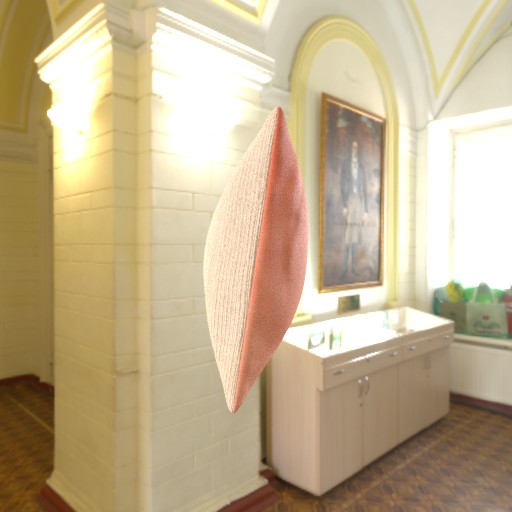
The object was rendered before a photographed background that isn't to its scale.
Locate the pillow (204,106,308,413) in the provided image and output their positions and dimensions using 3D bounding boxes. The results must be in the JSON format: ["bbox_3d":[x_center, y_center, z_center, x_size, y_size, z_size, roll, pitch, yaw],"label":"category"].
[{"bbox_3d":[0.000,0.000,0.742,0.155,0.307,0.608,0,1,0],"label":"pillow"}]
